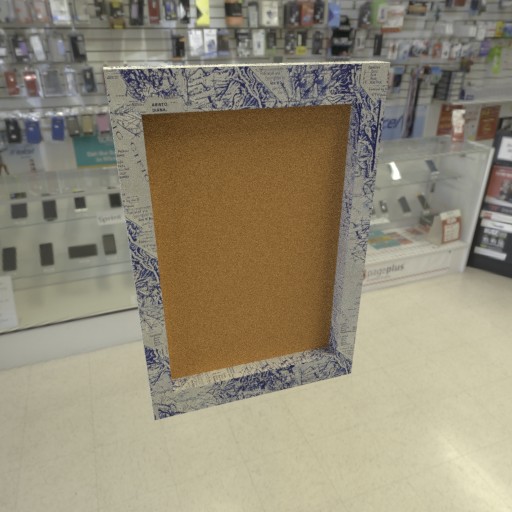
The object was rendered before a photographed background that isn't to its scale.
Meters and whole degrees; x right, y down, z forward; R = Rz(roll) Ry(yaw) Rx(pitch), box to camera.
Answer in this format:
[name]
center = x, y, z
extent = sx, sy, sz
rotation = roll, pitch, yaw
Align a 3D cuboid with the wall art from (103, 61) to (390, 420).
[wall art]
center = 0.000, 0.000, 0.756
extent = 0.408, 0.601, 0.040
rotation = -8, 28, -16
